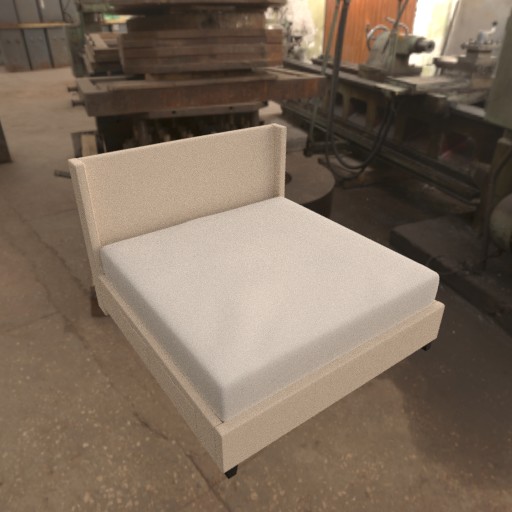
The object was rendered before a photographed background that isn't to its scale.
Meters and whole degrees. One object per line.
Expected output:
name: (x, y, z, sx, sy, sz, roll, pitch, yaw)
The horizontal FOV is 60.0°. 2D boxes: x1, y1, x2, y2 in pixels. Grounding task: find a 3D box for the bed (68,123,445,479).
bed: (0.000, 0.000, 3.696, 2.145, 1.471, 2.293, -20, 35, -31)
